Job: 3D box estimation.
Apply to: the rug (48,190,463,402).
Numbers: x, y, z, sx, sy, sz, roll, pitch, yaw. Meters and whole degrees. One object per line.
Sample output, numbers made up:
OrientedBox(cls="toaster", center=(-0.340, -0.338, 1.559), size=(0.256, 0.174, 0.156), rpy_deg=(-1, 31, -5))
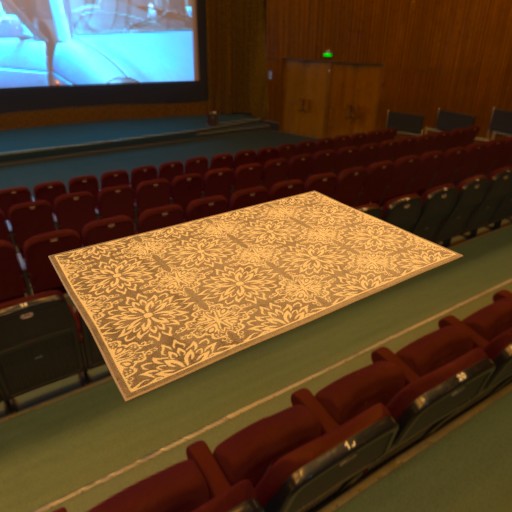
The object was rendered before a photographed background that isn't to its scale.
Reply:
OrientedBox(cls="rug", center=(0.000, 0.000, 2.362), size=(1.847, 0.012, 1.224), rpy_deg=(-17, 33, -29))
